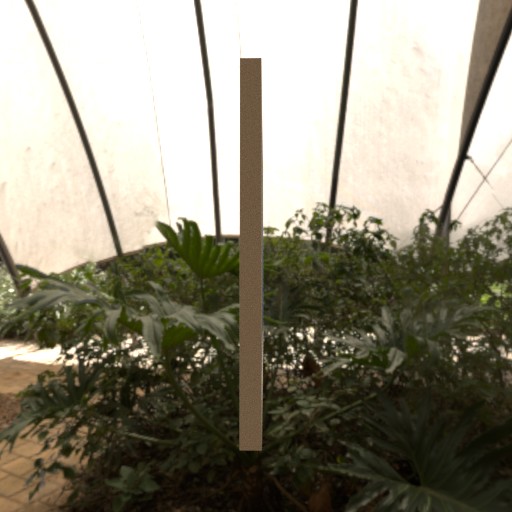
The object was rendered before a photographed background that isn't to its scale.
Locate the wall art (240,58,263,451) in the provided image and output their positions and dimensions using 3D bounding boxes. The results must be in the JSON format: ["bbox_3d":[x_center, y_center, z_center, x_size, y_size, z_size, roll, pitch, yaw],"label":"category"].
[{"bbox_3d":[0.000,0.000,1.671,0.051,0.902,1.308,0,-1,1],"label":"wall art"}]
